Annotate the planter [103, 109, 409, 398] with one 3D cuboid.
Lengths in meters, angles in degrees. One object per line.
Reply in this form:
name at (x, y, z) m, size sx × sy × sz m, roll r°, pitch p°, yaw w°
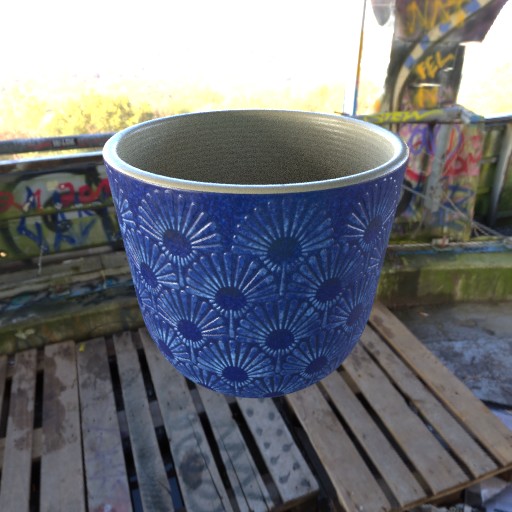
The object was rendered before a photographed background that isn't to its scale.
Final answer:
planter at (0.000, 0.000, 0.356) m, size 0.206 × 0.190 × 0.206 m, roll 0°, pitch 29°, yaw 0°
